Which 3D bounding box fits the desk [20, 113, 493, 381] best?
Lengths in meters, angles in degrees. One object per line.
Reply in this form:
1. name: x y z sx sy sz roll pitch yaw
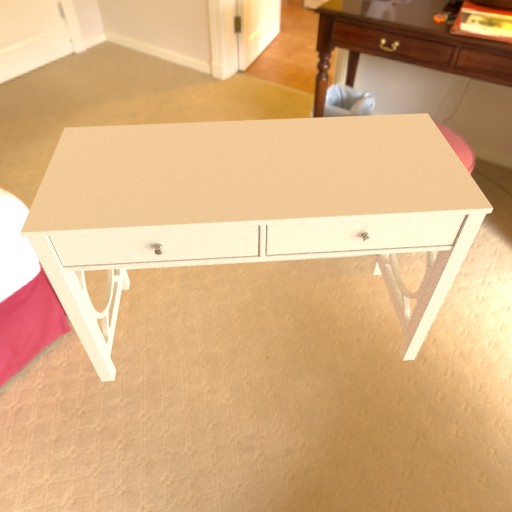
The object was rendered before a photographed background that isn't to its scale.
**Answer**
1. desk: 0.000 0.000 1.552 1.191 0.762 0.504 -3 46 -3
